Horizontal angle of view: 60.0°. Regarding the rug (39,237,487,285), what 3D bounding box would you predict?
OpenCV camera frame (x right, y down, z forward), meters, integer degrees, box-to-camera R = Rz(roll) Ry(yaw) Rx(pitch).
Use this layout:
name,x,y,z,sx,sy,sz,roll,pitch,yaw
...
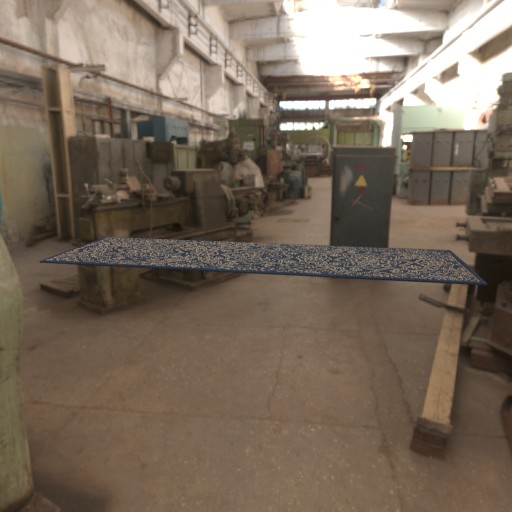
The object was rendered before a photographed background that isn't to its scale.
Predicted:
name,x,y,z,sx,sy,sz,roll,pitch,yaw
rug,0.000,0.000,2.740,2.448,0.012,0.769,3,14,10
